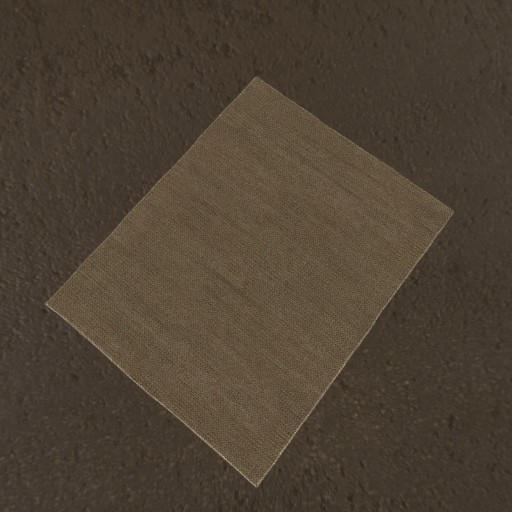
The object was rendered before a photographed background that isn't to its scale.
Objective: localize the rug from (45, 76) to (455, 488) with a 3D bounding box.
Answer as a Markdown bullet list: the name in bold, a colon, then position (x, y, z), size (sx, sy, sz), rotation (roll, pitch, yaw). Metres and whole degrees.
- **rug**: position (0.000, 0.000, 4.093), size (2.429, 0.030, 3.052), rotation (37, 78, 9)
